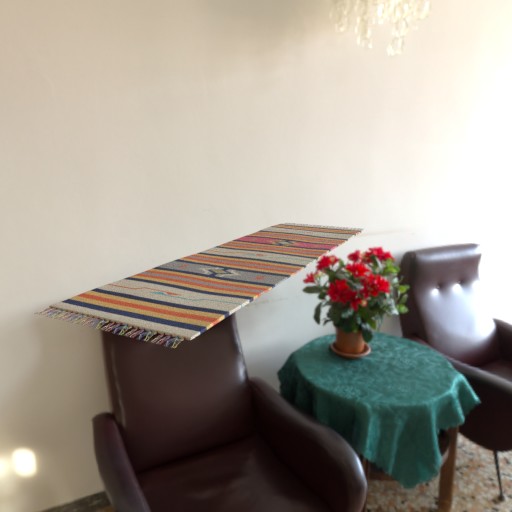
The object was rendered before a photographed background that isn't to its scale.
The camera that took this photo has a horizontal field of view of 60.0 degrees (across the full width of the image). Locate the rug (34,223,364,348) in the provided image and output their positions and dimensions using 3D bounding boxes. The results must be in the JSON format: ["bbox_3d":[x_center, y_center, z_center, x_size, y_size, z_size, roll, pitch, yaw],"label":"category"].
[{"bbox_3d":[0.000,0.000,2.624,0.695,0.017,2.455,7,15,27],"label":"rug"}]
